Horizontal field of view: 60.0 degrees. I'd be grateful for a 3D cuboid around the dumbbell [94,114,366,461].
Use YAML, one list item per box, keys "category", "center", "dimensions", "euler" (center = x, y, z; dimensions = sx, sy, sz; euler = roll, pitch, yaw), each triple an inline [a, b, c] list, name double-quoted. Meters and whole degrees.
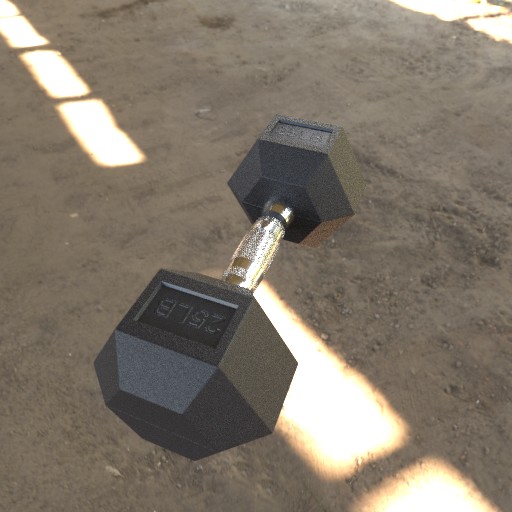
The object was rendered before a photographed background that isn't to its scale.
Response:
- category: "dumbbell"
  center: [0.000, 0.000, 0.371]
  dimensions: [0.129, 0.113, 0.315]
  euler: [16, 48, 15]
